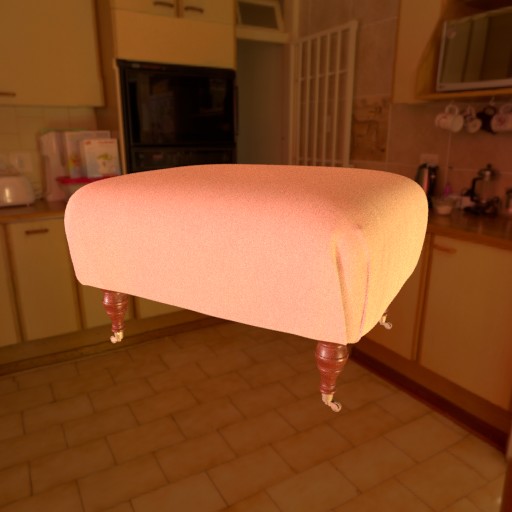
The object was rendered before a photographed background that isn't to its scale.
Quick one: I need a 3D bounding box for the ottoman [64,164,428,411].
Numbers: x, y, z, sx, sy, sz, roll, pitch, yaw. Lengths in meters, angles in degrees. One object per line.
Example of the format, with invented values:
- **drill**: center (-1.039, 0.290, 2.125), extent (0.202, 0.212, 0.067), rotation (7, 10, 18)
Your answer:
- **ottoman**: center (0.000, 0.000, 1.126), extent (0.746, 0.450, 0.622), rotation (9, 18, 28)
